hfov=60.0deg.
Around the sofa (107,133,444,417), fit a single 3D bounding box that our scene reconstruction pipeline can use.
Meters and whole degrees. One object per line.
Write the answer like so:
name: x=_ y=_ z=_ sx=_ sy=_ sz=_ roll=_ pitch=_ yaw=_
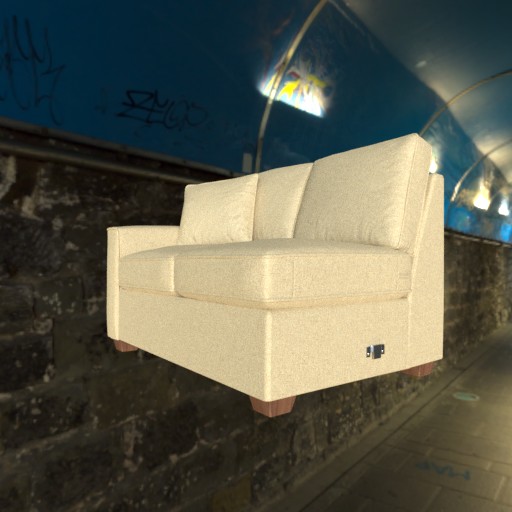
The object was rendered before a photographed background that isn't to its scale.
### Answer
sofa: x=0.000 y=0.000 z=2.099 sx=0.991 sy=0.989 sz=1.388 roll=0 pitch=0 yaw=-37
